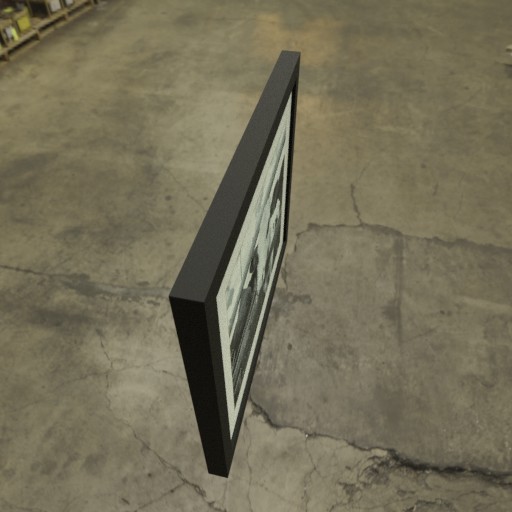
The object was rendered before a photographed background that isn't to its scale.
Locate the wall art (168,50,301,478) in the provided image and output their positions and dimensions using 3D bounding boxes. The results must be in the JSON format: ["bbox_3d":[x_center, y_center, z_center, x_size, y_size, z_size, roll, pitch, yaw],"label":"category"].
[{"bbox_3d":[0.000,0.000,0.535,0.024,0.329,0.404,9,47,9],"label":"wall art"}]
